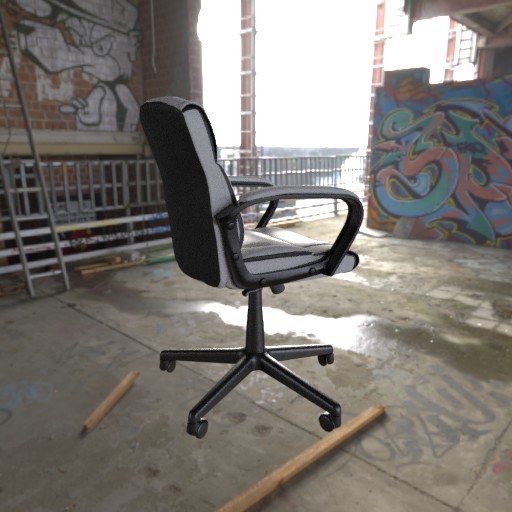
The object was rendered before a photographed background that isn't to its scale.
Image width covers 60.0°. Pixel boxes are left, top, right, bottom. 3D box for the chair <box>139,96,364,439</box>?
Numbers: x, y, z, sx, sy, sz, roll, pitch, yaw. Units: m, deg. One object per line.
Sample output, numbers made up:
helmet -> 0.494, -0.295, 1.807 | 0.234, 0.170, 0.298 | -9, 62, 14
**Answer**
chair -> 0.000, 0.000, 1.533 | 0.717, 1.004, 0.739 | -7, 15, -26
